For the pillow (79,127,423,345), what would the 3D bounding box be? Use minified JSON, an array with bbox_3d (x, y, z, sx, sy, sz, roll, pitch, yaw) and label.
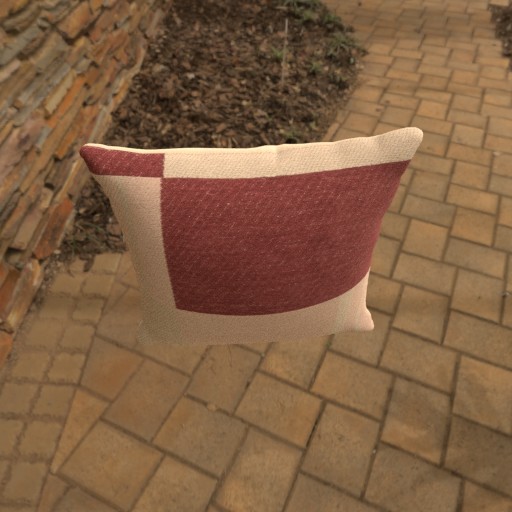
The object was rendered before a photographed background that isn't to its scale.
[{"bbox_3d":[0.000,0.000,0.826,0.536,0.506,0.229,-3,46,-3],"label":"pillow"}]
